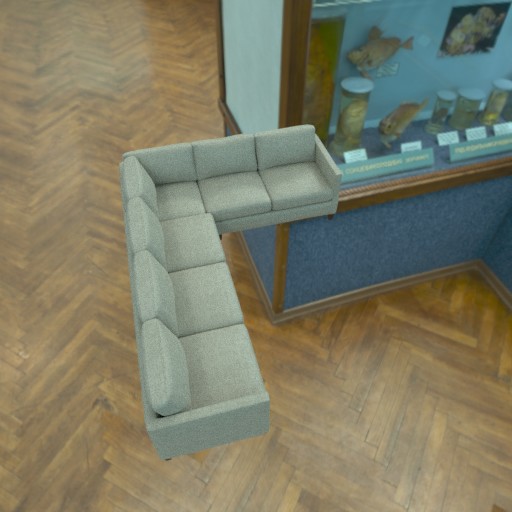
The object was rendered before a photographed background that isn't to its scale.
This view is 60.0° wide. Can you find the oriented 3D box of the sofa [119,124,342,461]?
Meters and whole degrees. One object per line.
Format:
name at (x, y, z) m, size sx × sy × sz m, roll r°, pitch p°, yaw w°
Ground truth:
sofa at (0.000, 0.000, 4.558) m, size 2.522 × 0.934 × 3.333 m, roll -11°, pitch 48°, yaw -10°
